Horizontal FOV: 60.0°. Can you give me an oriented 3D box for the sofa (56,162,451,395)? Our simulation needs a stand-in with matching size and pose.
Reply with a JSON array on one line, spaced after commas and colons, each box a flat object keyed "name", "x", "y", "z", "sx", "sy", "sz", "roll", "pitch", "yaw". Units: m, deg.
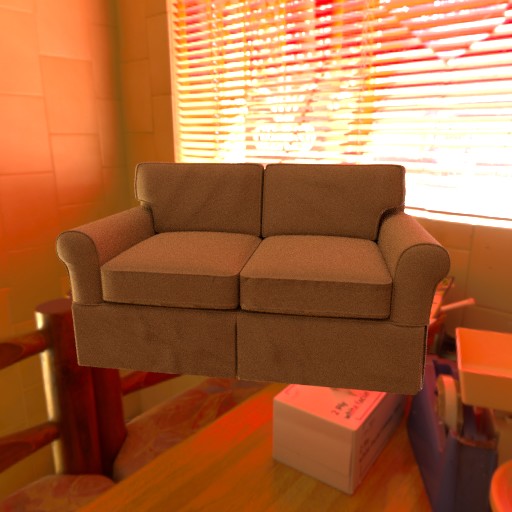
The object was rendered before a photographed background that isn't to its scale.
[{"name": "sofa", "x": 0.000, "y": 0.000, "z": 2.362, "sx": 1.727, "sy": 0.940, "sz": 0.991, "roll": 2, "pitch": 15, "yaw": 9}]
